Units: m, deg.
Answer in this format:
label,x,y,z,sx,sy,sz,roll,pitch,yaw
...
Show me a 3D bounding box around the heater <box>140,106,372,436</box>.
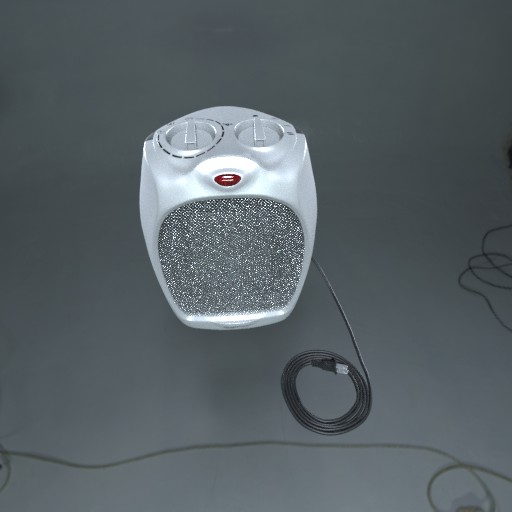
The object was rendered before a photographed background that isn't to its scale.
label,x,y,z,sx,sy,sz,roll,pitch,yaw
heater,0.000,0.000,0.457,0.239,0.240,0.291,-3,48,-3
